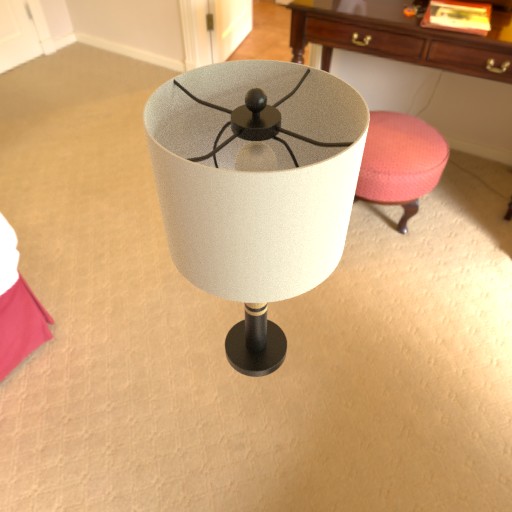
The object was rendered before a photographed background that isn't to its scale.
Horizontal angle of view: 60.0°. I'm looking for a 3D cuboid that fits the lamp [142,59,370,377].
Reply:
[{"bbox_3d":[0.000,0.000,0.817,0.305,0.640,0.305,-6,47,-5],"label":"lamp"}]
